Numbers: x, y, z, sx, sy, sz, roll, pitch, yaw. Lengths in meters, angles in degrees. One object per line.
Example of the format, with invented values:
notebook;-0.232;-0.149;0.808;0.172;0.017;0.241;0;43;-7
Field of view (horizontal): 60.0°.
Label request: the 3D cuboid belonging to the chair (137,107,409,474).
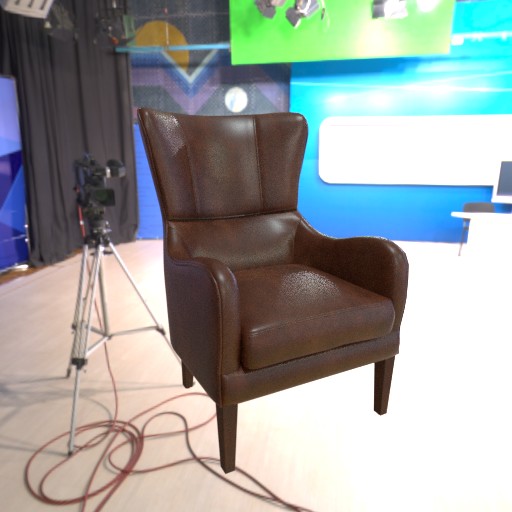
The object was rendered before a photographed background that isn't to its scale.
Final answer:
chair;0.000;0.000;1.623;0.692;1.048;0.914;-8;17;-27
